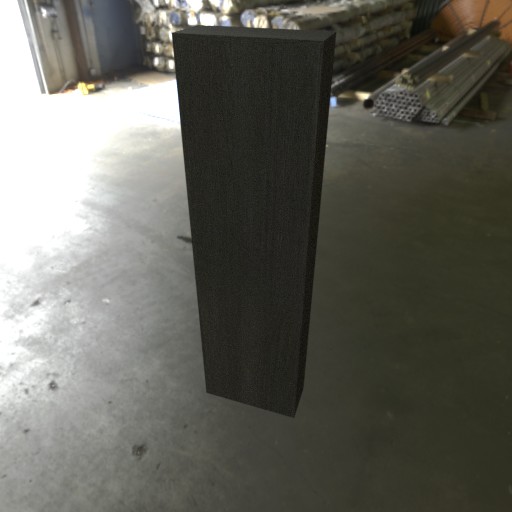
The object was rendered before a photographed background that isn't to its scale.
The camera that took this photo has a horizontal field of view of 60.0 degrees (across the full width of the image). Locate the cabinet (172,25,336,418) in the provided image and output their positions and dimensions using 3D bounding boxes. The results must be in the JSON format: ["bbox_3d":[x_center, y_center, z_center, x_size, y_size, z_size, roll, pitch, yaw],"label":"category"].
[{"bbox_3d":[0.000,0.000,1.964,0.500,1.790,0.230,11,36,15],"label":"cabinet"}]
